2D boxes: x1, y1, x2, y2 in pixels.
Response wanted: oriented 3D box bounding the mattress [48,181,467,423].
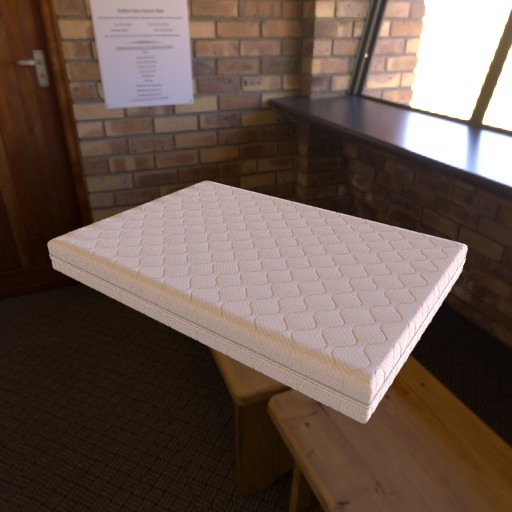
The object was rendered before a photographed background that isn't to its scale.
[{"bbox_3d":[0.000,0.000,2.587,2.000,0.200,1.400,19,33,31],"label":"mattress"}]
